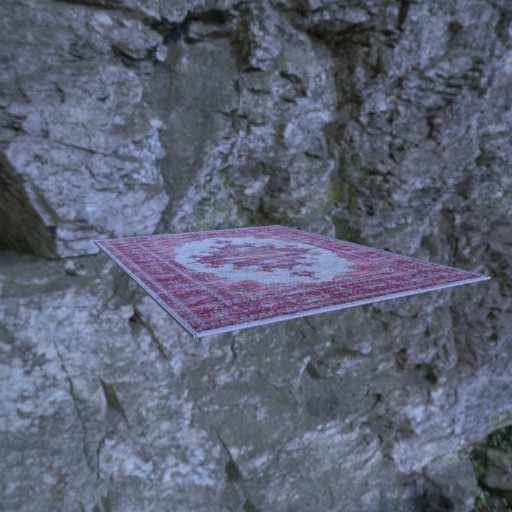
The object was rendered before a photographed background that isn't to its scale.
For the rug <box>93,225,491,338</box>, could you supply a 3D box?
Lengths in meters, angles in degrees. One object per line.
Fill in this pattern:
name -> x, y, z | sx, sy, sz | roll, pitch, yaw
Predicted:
rug -> 0.000, 0.000, 4.187 | 2.447, 0.017, 3.123 | -7, 14, -28
